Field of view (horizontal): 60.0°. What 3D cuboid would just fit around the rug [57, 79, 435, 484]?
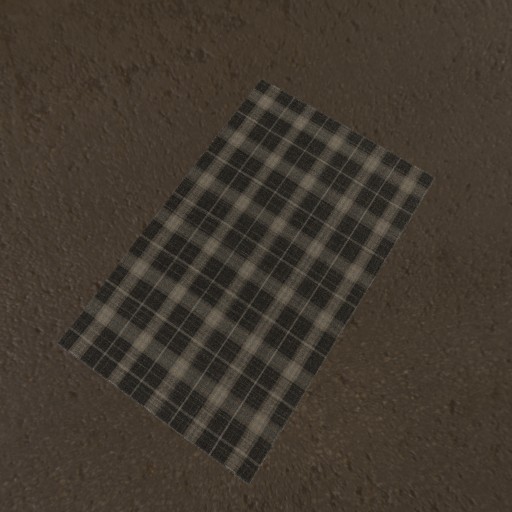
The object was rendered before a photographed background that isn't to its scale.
[{"bbox_3d":[0.000,0.000,3.055,1.520,0.015,2.434,33,77,9],"label":"rug"}]
